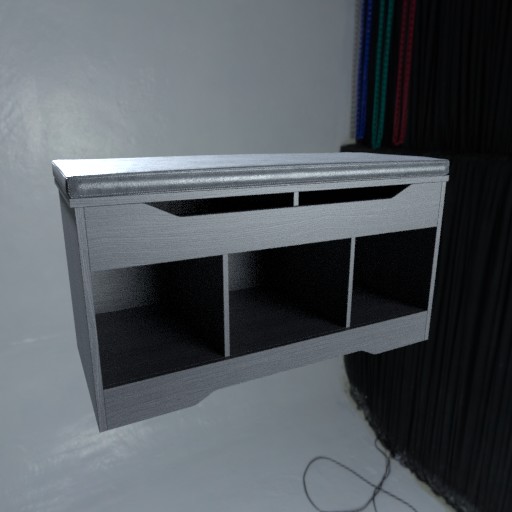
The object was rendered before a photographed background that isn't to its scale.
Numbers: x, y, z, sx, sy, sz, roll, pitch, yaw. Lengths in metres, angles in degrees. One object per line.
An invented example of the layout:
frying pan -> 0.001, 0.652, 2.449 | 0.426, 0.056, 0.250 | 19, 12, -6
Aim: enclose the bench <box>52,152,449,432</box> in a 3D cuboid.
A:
bench -> 0.000, 0.000, 1.160 | 0.905, 0.501, 0.401 | -8, 18, -26
